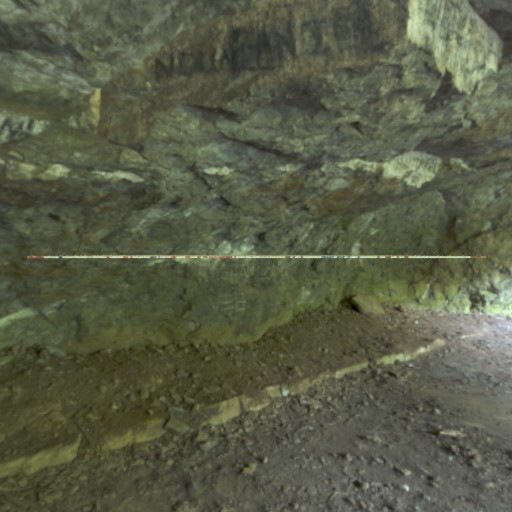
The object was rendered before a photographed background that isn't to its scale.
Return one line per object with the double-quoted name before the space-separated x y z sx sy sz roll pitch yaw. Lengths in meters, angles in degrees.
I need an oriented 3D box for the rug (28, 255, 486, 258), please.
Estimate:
"rug" 0.000 0.000 4.373 3.274 0.015 2.439 0 0 -1
